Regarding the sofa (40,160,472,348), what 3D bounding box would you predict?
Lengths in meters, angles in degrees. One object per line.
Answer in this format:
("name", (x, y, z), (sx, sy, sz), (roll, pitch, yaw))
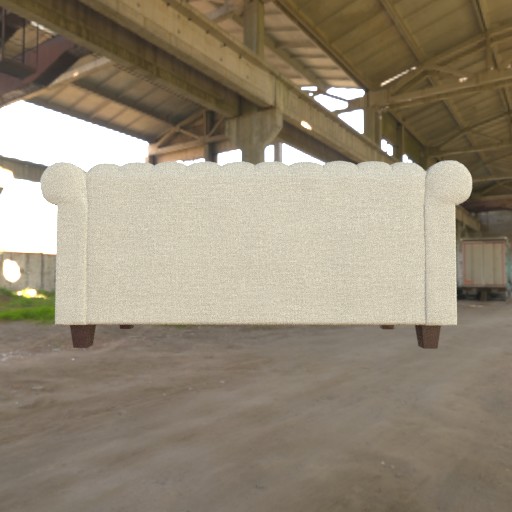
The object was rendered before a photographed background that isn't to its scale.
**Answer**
("sofa", (0.000, 0.000, 2.207), (1.798, 0.797, 0.783), (0, -2, 1))
